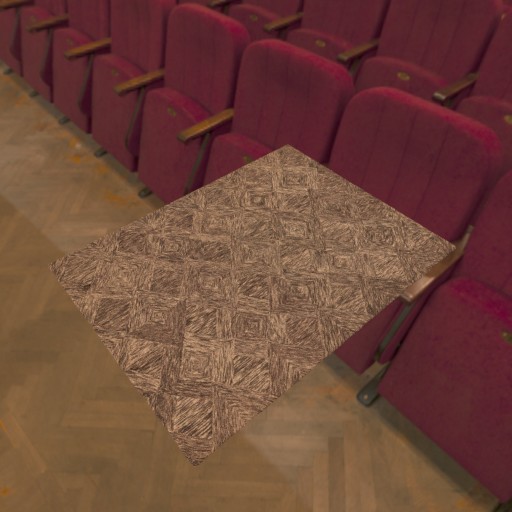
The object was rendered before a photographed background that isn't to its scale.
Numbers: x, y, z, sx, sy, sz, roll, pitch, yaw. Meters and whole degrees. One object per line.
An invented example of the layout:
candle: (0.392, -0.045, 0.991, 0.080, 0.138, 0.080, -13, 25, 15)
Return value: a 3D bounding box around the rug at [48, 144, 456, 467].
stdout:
rug: (0.000, 0.000, 4.344, 3.204, 0.017, 2.448, -32, 55, -27)
